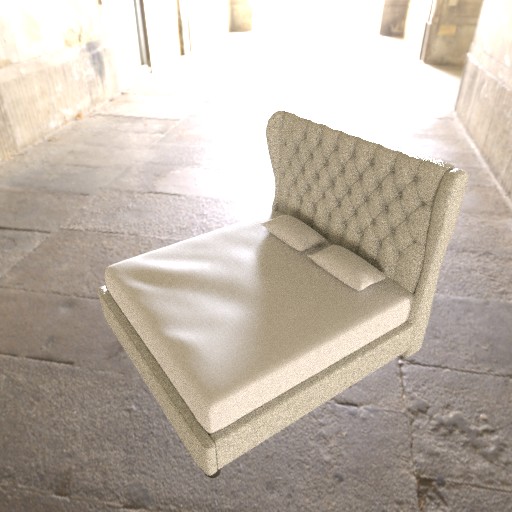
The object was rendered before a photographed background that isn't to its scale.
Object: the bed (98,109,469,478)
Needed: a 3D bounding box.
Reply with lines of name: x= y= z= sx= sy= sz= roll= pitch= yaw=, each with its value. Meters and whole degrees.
bed: x=0.000 y=0.000 z=3.871 sx=2.347 sy=1.771 sz=2.219 roll=-21 pitch=38 yaw=-29
